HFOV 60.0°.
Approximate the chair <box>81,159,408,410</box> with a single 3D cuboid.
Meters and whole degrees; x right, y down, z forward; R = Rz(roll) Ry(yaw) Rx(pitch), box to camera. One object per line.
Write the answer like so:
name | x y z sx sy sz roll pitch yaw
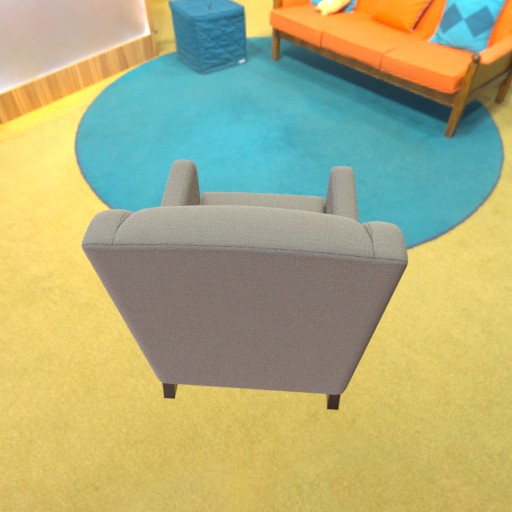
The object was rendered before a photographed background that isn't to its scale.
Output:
chair | 0.000 0.000 1.585 0.715 1.017 0.896 3 47 3
